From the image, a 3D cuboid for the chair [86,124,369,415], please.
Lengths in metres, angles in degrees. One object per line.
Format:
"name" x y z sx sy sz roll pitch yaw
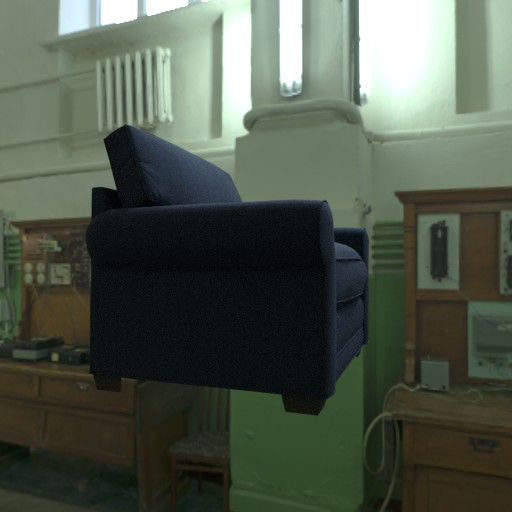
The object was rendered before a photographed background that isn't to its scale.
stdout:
"chair" 0.000 0.000 2.063 0.963 1.044 1.285 0 -1 20
